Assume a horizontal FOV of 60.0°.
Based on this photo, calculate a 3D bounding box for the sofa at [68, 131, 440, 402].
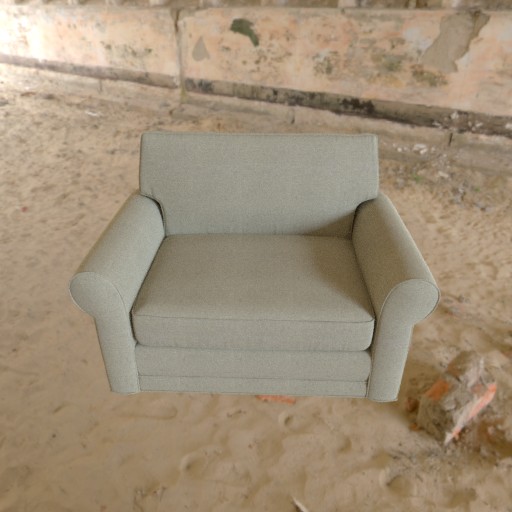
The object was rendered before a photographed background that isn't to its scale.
[{"bbox_3d":[0.000,0.000,2.092,1.405,0.991,0.936,1,31,2],"label":"sofa"}]
